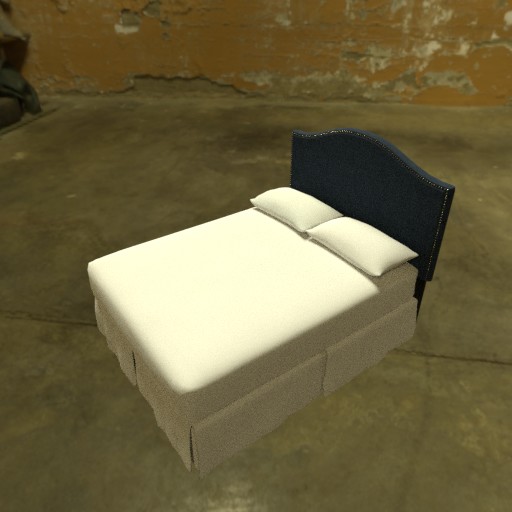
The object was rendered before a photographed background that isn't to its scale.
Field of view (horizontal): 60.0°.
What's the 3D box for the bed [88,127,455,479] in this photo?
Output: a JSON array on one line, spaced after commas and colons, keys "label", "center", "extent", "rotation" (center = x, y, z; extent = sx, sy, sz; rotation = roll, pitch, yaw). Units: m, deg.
[{"label": "bed", "center": [0.000, 0.000, 3.304], "extent": [2.153, 1.518, 1.713], "rotation": [-21, 38, -30]}]
